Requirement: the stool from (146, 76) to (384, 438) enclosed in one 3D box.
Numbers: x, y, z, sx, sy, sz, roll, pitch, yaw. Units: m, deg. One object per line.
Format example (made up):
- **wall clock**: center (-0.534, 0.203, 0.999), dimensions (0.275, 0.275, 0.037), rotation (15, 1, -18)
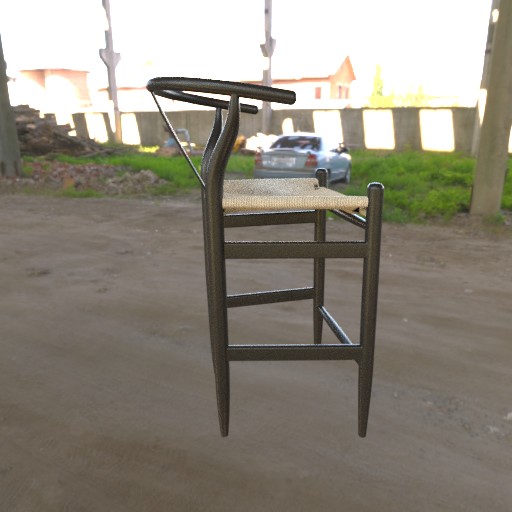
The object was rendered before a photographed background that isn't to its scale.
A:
- **stool**: center (0.000, 0.000, 1.323), dimensions (0.579, 0.970, 0.569), rotation (-2, 16, -8)
